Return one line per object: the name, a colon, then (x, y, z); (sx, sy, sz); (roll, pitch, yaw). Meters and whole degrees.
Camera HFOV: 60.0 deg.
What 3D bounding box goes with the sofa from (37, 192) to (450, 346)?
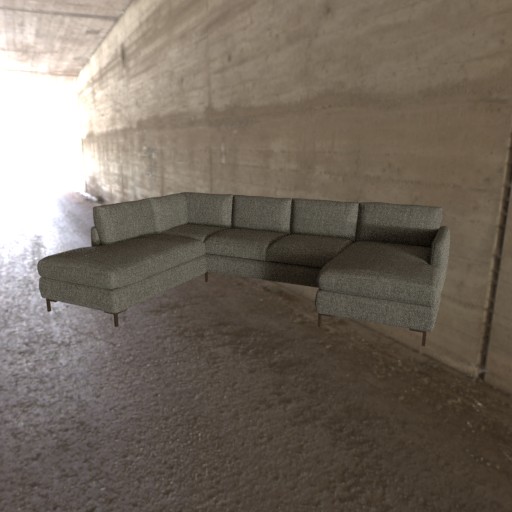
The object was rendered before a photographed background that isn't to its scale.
sofa: (0.000, 0.000, 3.497); (2.737, 0.756, 1.879); (7, 16, 25)
